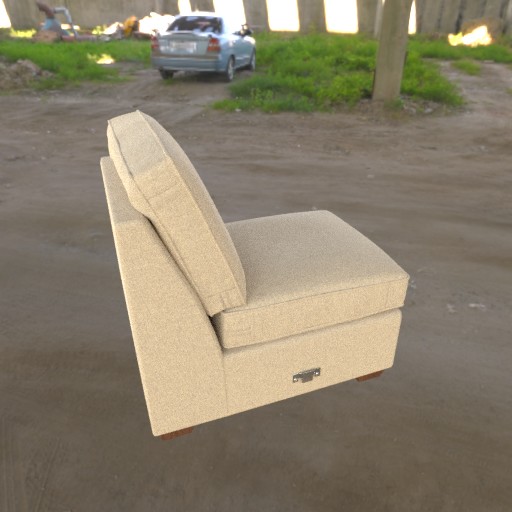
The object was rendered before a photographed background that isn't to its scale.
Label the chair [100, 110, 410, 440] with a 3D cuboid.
[{"bbox_3d":[0.000,0.000,1.594,0.938,0.970,0.621,-10,30,-18],"label":"chair"}]
